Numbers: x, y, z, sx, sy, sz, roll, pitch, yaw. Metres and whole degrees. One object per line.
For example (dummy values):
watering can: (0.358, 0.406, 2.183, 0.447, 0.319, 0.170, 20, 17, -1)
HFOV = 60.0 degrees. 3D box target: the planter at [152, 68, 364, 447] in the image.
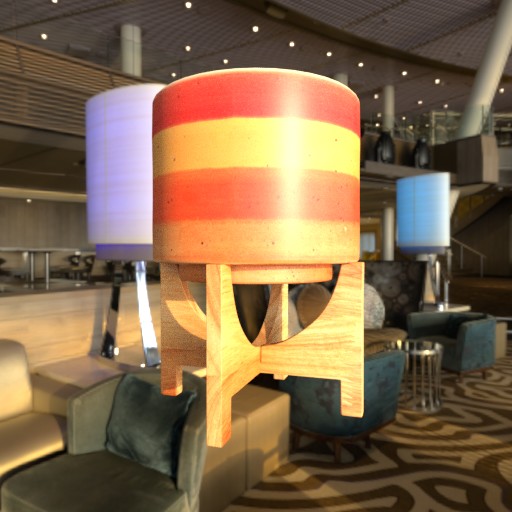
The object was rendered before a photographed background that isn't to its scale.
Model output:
planter: (0.000, 0.000, 0.568, 0.269, 0.379, 0.269, 0, 1, 0)
